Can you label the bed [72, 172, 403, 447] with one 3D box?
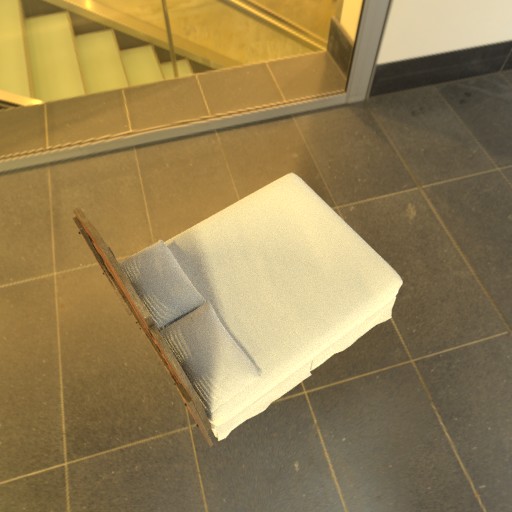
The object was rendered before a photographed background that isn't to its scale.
[{"bbox_3d":[0.000,0.000,3.565,2.138,2.019,1.713,-31,63,-18],"label":"bed"}]
